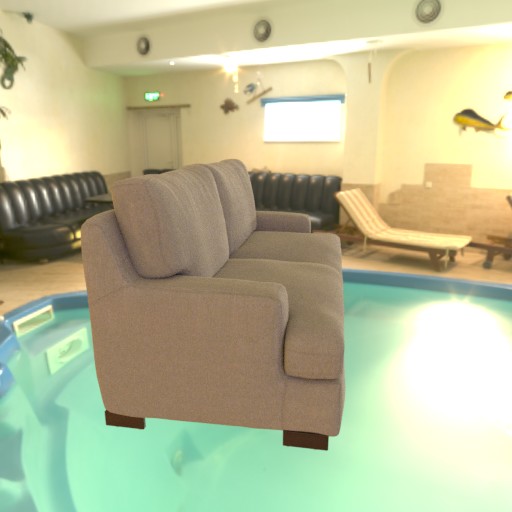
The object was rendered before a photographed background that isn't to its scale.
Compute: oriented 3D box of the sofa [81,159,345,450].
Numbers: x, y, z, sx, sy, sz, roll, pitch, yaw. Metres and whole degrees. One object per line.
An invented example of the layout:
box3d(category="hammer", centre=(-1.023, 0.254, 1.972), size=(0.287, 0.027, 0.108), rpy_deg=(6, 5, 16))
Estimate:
box3d(category="sofa", centre=(0.000, 0.000, 2.420), size=(0.962, 0.980, 1.855), rpy_deg=(3, 15, 10))
